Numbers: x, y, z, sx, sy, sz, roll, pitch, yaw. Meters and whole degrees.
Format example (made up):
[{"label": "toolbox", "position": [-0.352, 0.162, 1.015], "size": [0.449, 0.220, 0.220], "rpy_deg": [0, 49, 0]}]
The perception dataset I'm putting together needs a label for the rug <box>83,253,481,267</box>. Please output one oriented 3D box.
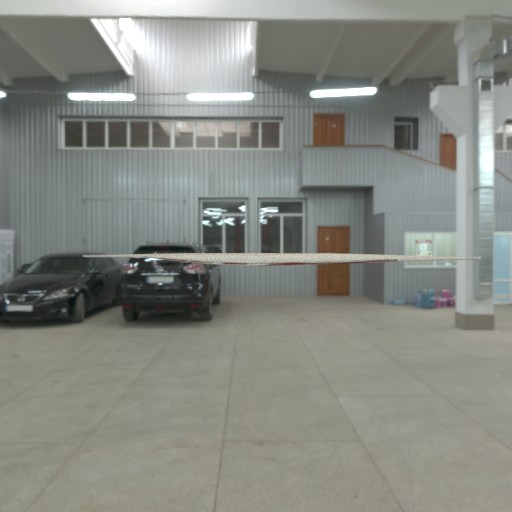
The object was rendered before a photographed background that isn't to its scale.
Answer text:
[{"label": "rug", "position": [0.000, 0.000, 4.348], "size": [2.434, 0.045, 3.202], "rpy_deg": [-1, 1, -36]}]
